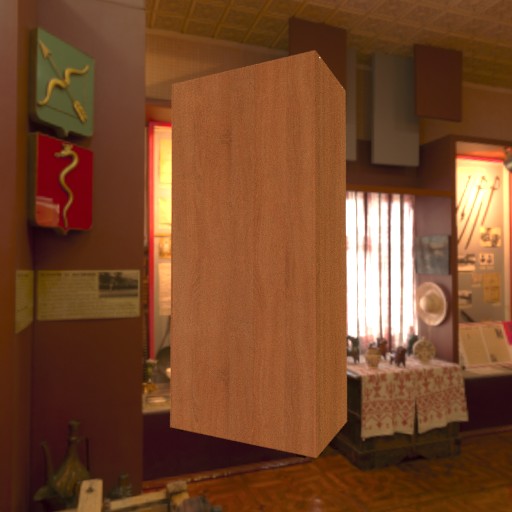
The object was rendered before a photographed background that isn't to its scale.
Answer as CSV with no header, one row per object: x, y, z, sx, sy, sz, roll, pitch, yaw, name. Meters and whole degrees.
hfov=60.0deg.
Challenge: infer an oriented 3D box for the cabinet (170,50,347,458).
0.000,0.000,2.886,1.094,2.120,1.327,0,-1,-17,cabinet
